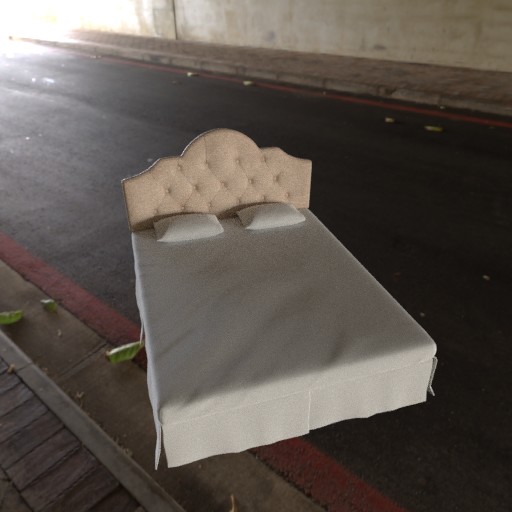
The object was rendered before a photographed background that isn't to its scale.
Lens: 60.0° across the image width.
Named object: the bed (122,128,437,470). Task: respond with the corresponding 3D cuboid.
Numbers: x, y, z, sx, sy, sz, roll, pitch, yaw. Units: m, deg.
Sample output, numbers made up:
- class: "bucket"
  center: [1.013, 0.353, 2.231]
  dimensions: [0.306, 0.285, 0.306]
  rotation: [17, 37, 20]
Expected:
- class: "bed"
  center: [0.000, 0.000, 2.955]
  dimensions: [1.667, 1.194, 1.970]
  rotation: [-9, 32, -15]
